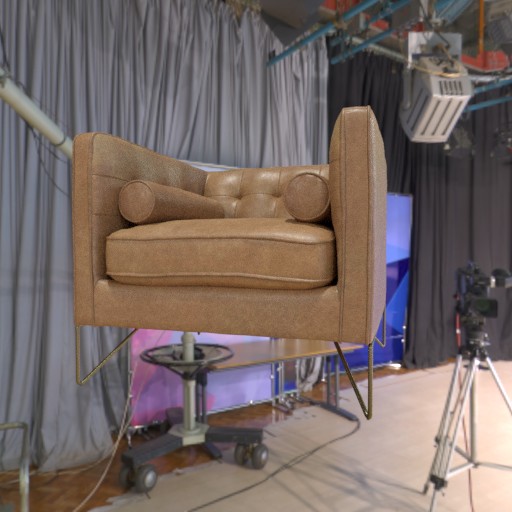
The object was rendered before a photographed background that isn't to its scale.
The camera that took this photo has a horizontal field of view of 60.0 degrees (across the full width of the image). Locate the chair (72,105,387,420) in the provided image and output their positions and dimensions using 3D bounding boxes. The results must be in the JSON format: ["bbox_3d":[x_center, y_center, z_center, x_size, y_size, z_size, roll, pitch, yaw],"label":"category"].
[{"bbox_3d":[0.000,0.000,1.637,0.920,0.797,0.912,0,1,18],"label":"chair"}]
